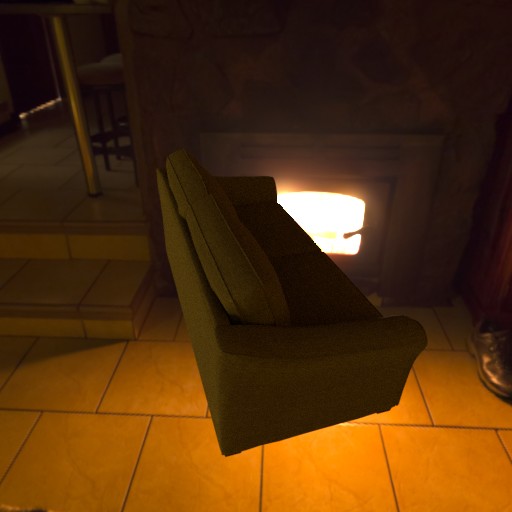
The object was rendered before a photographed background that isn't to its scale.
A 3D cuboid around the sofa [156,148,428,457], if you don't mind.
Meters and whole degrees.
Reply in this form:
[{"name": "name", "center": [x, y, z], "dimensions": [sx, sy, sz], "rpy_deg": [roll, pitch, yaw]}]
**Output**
[{"name": "sofa", "center": [0.000, 0.000, 2.817], "dimensions": [0.971, 0.950, 2.270], "rpy_deg": [-9, 31, -15]}]
